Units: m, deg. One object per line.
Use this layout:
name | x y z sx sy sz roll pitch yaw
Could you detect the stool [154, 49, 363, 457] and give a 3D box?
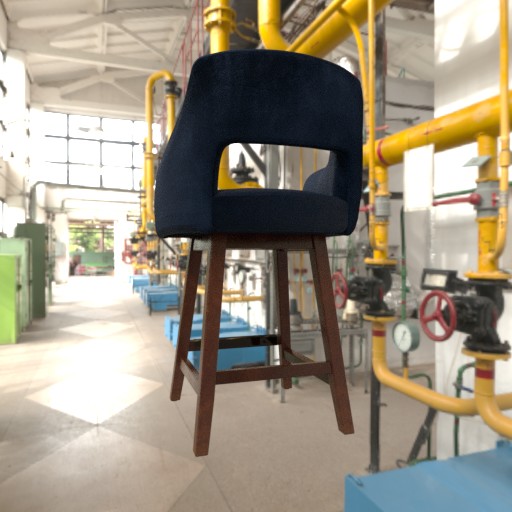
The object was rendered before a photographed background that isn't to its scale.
stool | 0.000 0.000 1.272 0.550 0.940 0.560 0 0 -19
